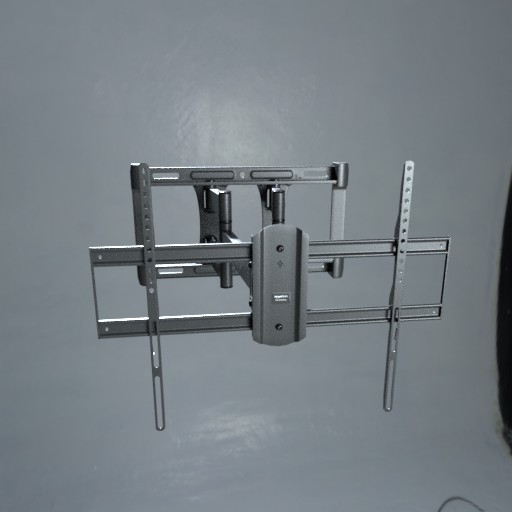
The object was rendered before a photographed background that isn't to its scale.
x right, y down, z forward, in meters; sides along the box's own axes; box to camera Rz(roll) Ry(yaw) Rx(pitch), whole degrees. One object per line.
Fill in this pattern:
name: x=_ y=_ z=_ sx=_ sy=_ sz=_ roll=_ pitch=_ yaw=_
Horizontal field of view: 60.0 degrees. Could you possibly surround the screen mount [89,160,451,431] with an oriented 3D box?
screen mount: x=0.000 y=0.000 z=1.098 sx=0.661 sy=0.491 sz=0.644 roll=-2 pitch=15 yaw=-7
